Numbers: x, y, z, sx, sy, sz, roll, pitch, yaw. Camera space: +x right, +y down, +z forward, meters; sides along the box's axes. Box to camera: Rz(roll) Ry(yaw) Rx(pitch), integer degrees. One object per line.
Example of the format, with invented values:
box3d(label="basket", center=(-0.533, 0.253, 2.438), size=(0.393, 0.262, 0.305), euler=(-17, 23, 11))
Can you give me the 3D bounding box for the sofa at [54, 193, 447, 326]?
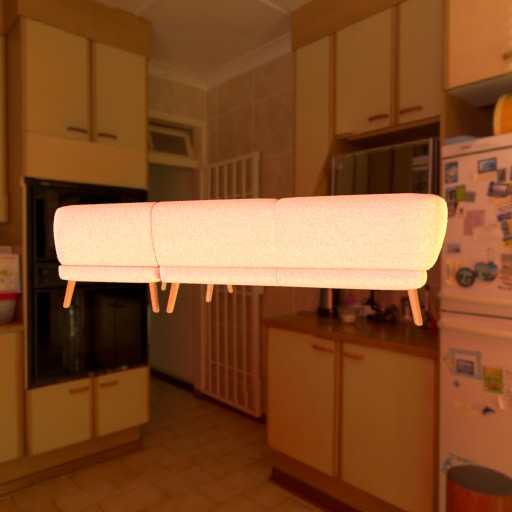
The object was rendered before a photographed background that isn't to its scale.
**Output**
box3d(label="sofa", center=(0.000, 0.000, 3.433), size=(2.660, 0.730, 1.610), euler=(0, 1, 18))
